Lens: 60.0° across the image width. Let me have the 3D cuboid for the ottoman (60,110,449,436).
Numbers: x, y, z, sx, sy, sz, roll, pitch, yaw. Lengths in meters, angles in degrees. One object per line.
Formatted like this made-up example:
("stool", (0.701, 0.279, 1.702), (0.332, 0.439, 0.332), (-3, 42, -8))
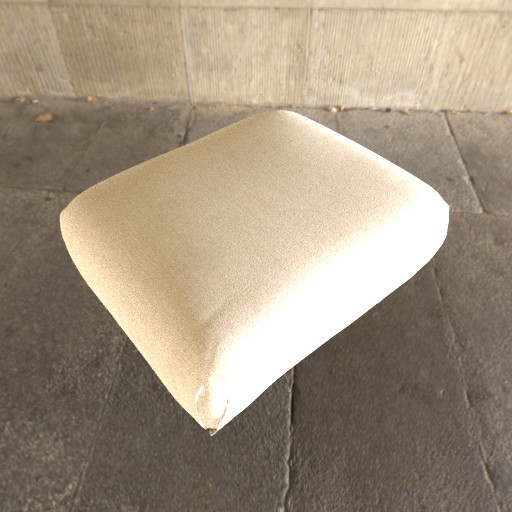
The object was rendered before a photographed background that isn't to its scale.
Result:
("ottoman", (0.000, 0.000, 1.117), (0.747, 0.450, 0.622), (-31, 54, -27))
